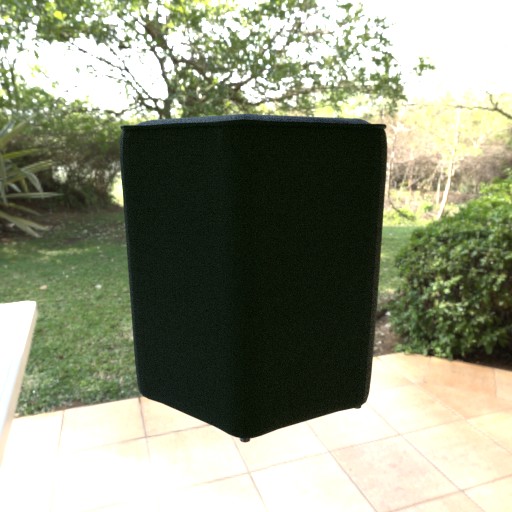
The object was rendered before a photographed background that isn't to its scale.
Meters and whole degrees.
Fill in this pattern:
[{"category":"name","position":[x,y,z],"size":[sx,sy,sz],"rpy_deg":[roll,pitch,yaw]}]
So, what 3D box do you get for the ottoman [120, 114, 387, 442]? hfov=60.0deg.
[{"category":"ottoman","position":[0.000,0.000,0.880],"size":[0.499,0.507,0.444],"rpy_deg":[-6,14,-25]}]
